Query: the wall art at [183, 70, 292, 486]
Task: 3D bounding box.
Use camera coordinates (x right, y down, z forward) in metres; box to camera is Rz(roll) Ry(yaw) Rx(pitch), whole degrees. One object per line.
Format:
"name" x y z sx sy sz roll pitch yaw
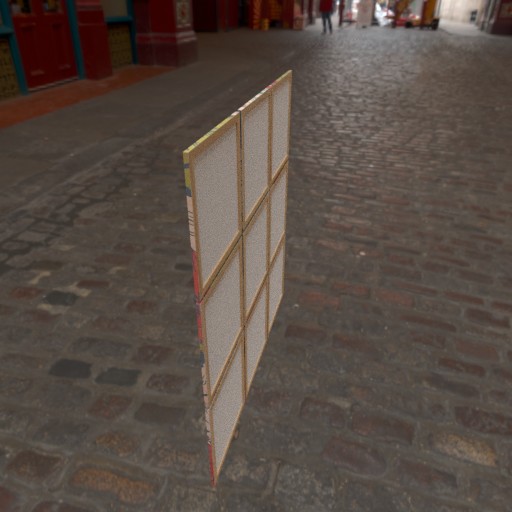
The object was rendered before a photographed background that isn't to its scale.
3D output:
"wall art" 0.000 0.000 1.772 0.013 1.218 1.206 8 32 13
